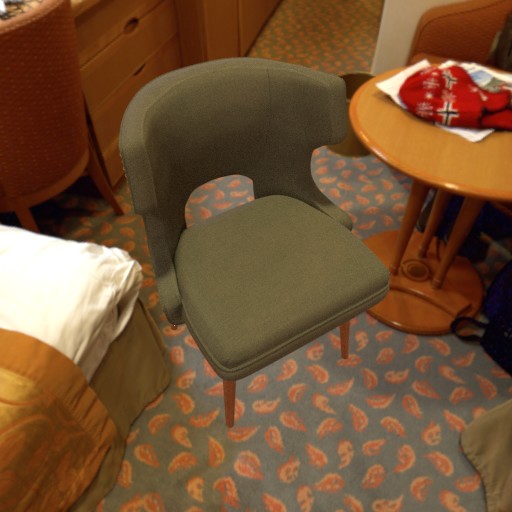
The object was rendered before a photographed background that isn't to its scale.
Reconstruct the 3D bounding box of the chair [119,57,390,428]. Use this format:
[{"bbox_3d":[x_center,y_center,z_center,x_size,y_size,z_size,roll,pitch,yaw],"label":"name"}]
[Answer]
[{"bbox_3d":[0.000,0.000,1.229,0.595,0.863,0.581,-24,52,-21],"label":"chair"}]
